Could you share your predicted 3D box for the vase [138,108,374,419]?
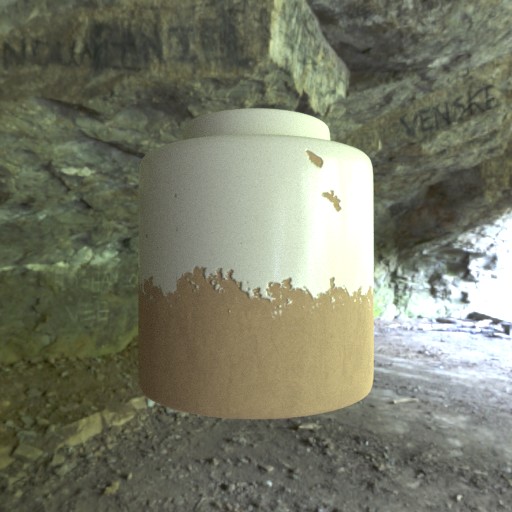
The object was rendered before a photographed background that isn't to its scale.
[{"bbox_3d":[0.000,0.000,0.298,0.153,0.167,0.153,0,-1,0],"label":"vase"}]
